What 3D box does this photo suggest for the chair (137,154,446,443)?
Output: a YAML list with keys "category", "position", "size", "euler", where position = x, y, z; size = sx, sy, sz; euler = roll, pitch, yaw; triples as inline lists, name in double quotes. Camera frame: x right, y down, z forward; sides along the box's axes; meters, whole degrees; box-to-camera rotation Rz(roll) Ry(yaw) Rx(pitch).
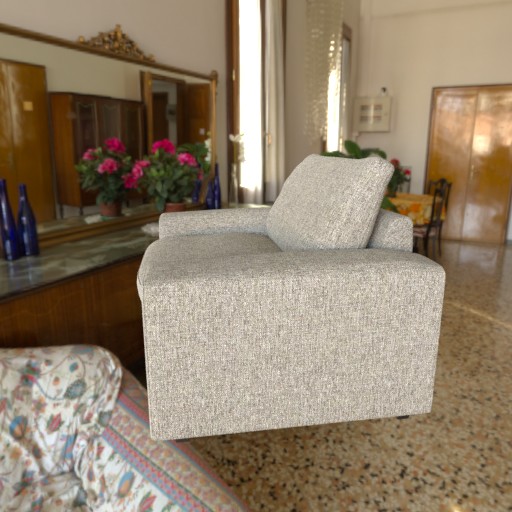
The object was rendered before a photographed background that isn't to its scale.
- category: "chair"
  position: [0.000, 0.000, 2.055]
  size: [1.039, 0.915, 1.398]
  euler: [-2, 14, -9]
